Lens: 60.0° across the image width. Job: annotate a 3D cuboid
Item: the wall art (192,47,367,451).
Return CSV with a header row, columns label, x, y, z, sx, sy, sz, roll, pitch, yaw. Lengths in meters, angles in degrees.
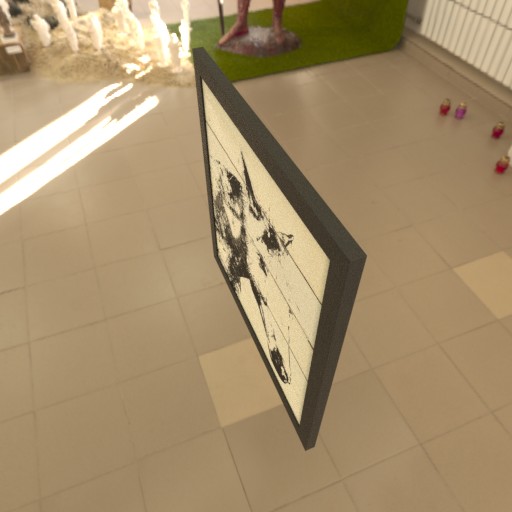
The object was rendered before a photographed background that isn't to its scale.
label,x,y,z,sx,sy,sz,roll,pitch,yaw
wall art,0.000,0.000,1.525,0.038,1.016,1.016,-17,50,-15
